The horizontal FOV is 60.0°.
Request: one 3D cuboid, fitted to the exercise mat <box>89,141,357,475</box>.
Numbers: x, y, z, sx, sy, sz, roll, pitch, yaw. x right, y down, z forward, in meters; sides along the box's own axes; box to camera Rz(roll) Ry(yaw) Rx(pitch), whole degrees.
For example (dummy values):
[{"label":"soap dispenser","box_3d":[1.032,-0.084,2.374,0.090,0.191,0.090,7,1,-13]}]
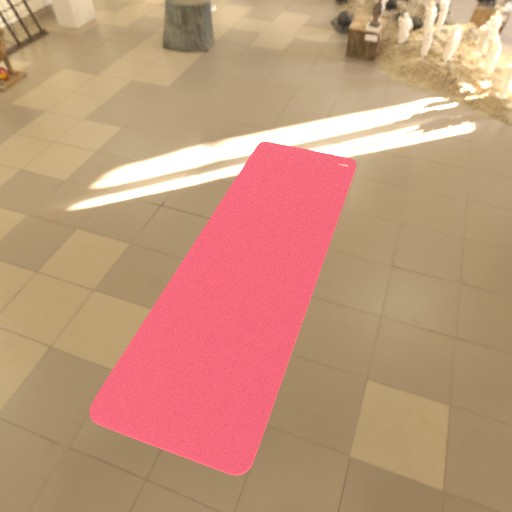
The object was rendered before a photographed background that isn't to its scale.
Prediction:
[{"label":"exercise mat","box_3d":[0.000,0.000,2.095,0.616,0.021,1.884,15,49,13]}]
